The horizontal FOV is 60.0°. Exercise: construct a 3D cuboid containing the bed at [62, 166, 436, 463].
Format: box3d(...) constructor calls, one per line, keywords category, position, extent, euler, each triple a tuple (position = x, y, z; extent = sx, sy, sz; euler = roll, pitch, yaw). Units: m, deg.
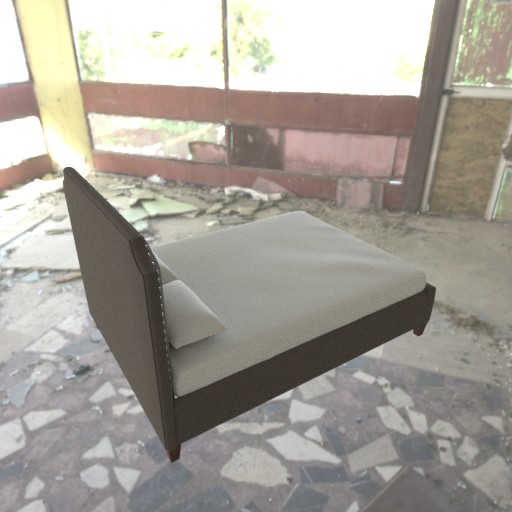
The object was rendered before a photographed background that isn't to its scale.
box3d(category="bed", position=(0.000, 0.000, 3.467), extent=(2.372, 1.443, 1.713), euler=(-17, 32, -29))
